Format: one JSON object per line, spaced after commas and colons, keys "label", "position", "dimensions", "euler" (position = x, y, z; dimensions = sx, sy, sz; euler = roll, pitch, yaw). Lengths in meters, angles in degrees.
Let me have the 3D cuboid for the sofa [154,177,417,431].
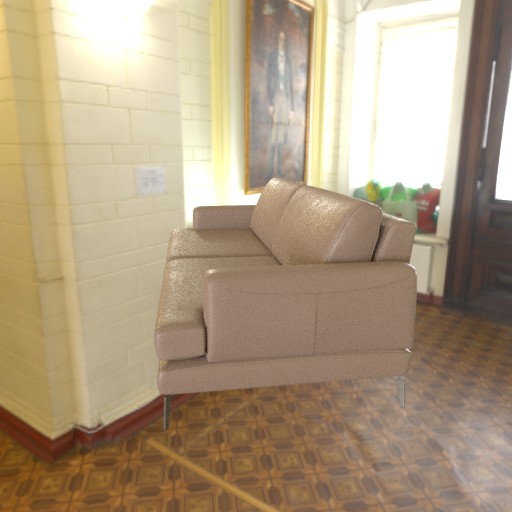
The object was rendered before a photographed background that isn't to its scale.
{"label": "sofa", "position": [0.000, 0.000, 2.412], "dimensions": [0.974, 0.765, 1.940], "euler": [-2, 13, -9]}
